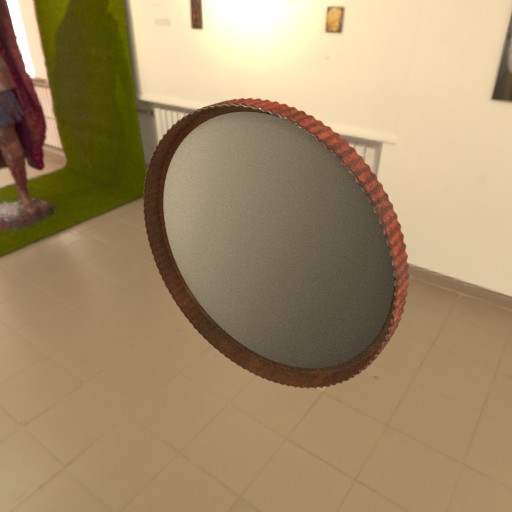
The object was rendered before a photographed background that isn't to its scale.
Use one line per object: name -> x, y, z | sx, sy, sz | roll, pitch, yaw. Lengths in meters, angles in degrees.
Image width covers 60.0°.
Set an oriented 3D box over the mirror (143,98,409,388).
mirror -> 0.000, 0.000, 0.908 | 0.609, 0.609, 0.056 | 20, 36, 30
